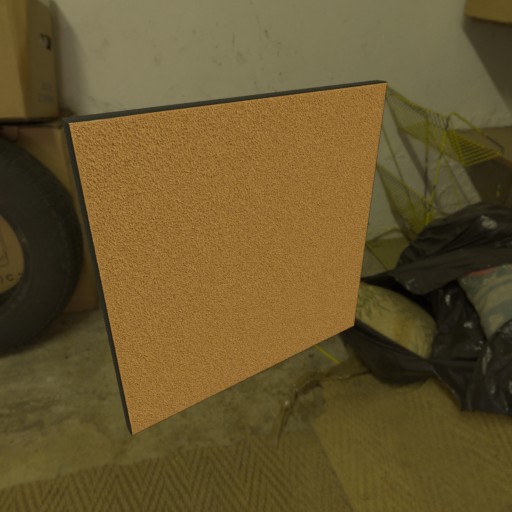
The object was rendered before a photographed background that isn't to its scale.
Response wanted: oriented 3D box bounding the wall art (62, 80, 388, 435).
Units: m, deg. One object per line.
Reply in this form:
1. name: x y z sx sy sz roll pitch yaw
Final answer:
1. wall art: 0.000 0.000 0.658 0.456 0.453 0.022 -19 35 -29
